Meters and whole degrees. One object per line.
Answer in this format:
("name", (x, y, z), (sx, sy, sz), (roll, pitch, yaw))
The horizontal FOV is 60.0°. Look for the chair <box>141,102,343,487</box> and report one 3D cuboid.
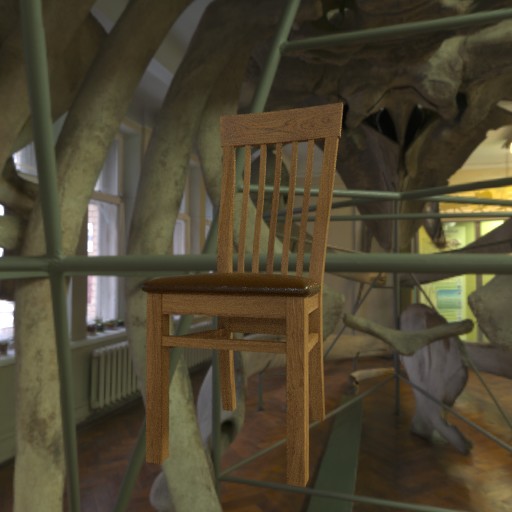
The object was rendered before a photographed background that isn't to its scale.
("chair", (0.000, 0.000, 1.324), (0.450, 1.050, 0.580), (0, -1, 18))
